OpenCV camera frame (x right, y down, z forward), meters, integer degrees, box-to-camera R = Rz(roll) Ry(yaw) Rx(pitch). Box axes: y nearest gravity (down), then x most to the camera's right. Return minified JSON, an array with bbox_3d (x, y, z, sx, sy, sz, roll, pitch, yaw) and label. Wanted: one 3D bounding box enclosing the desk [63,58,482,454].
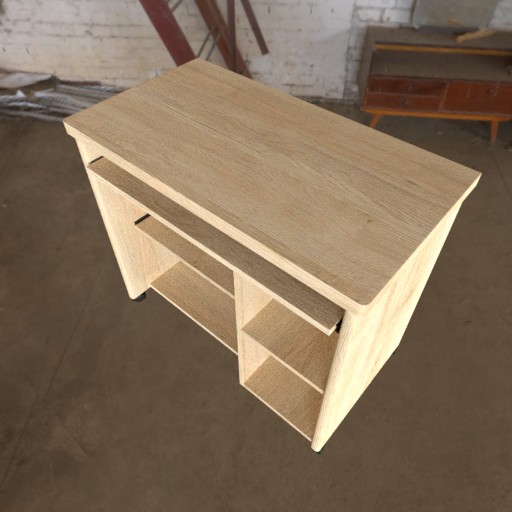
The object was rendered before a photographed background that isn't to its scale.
[{"bbox_3d":[0.000,0.000,1.321,0.885,0.770,0.480,33,55,26],"label":"desk"}]
